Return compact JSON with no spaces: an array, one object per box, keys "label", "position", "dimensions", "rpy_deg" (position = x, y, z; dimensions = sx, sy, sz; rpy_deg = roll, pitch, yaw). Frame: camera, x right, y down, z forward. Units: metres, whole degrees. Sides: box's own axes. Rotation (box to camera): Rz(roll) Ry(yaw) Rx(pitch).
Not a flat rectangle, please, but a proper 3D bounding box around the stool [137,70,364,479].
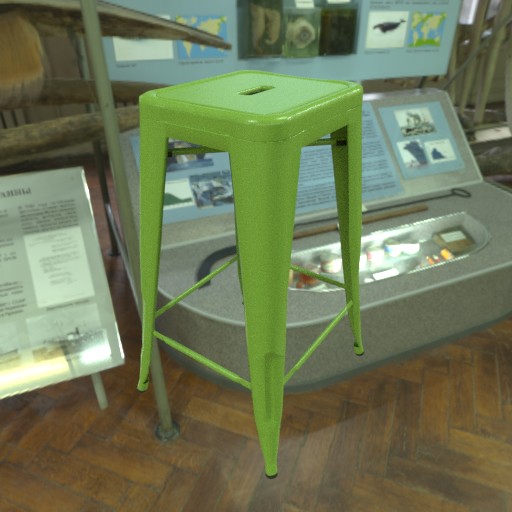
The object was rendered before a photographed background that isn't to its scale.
[{"label":"stool","position":[0.000,0.000,0.845],"dimensions":[0.358,0.609,0.398],"rpy_deg":[21,37,30]}]
